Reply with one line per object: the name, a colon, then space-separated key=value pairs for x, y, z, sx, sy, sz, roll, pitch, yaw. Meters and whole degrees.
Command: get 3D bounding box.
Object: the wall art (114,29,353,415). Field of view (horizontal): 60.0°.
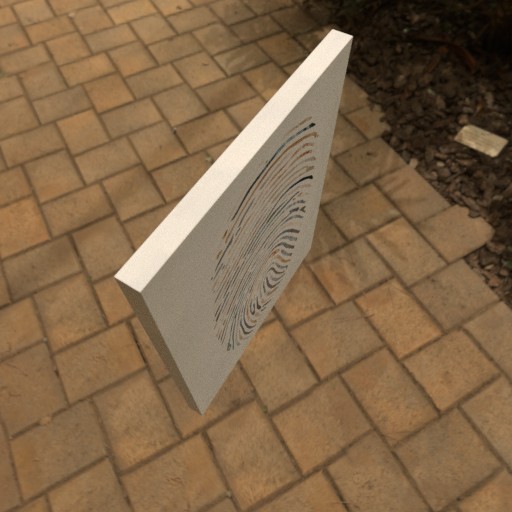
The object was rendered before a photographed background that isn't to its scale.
wall art: x=0.000 y=0.000 z=0.825 sx=0.037 sy=0.606 sz=0.508 roll=28 pitch=63 yaw=16
